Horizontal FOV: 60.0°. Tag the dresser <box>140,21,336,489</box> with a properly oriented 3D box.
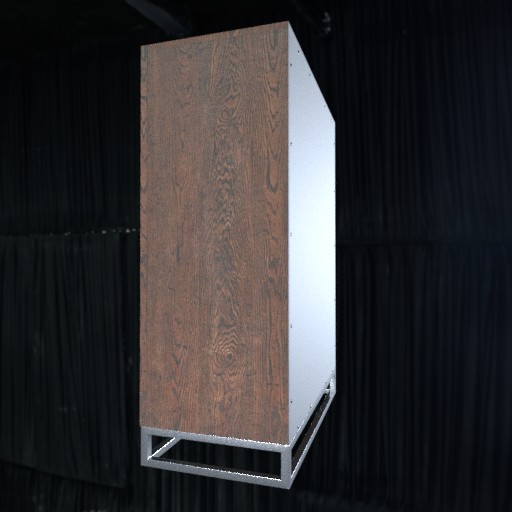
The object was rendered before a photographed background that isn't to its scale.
[{"bbox_3d":[0.000,0.000,1.784,0.508,1.321,0.965,0,-1,18],"label":"dresser"}]
